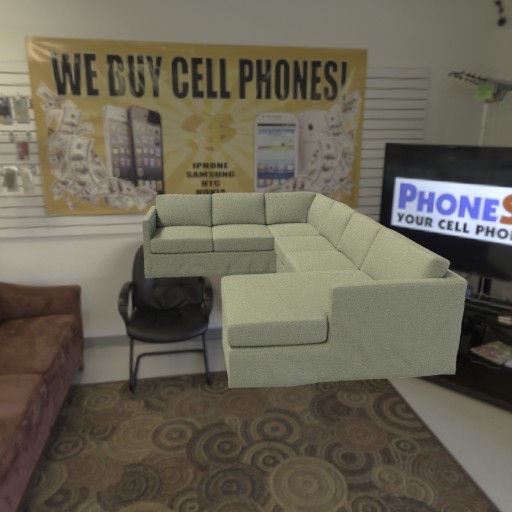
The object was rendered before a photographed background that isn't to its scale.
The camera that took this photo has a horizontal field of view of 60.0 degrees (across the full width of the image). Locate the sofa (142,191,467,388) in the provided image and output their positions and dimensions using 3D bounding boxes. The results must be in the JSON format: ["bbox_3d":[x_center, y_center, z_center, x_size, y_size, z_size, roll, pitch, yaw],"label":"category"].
[{"bbox_3d":[0.000,0.000,4.475,2.427,0.882,3.460,-2,16,-6],"label":"sofa"}]
